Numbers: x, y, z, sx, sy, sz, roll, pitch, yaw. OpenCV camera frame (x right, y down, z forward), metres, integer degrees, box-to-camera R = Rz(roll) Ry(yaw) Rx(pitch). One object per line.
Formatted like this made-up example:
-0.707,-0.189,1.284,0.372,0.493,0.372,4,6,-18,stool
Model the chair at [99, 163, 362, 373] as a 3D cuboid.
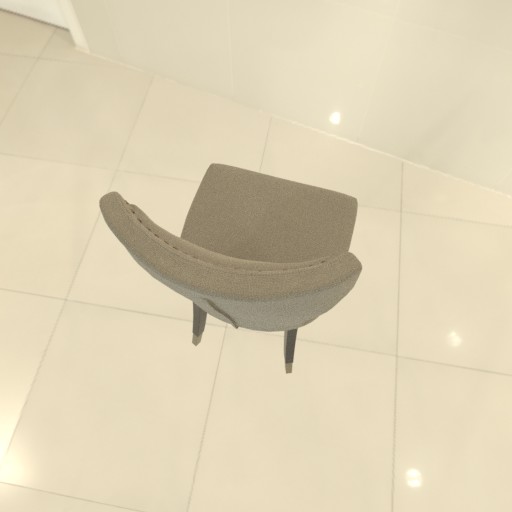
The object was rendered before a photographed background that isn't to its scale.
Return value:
0.000,0.000,1.308,0.526,0.955,0.630,15,64,8,chair
